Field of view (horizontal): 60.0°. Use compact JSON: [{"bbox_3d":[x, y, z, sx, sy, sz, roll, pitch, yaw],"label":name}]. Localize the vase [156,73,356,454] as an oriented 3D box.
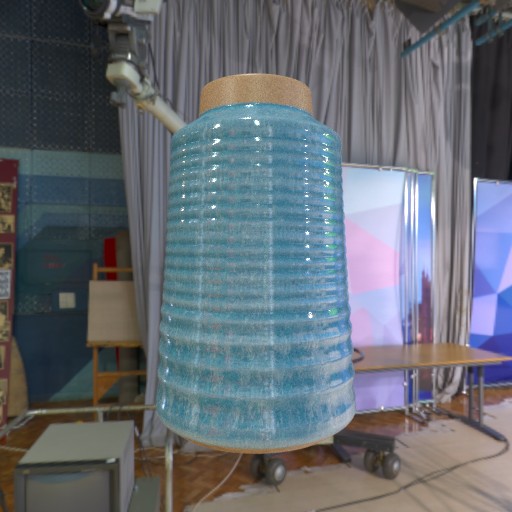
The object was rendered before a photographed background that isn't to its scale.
[{"bbox_3d":[0.000,0.000,0.368,0.163,0.267,0.163,0,1,0],"label":"vase"}]
